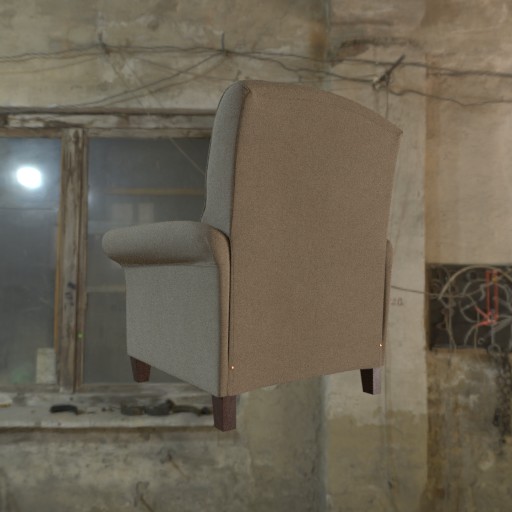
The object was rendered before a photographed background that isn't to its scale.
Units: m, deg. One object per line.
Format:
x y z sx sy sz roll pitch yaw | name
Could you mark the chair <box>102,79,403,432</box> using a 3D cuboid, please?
0.000 0.000 1.789 0.978 1.061 0.905 1 -2 -35 | chair
